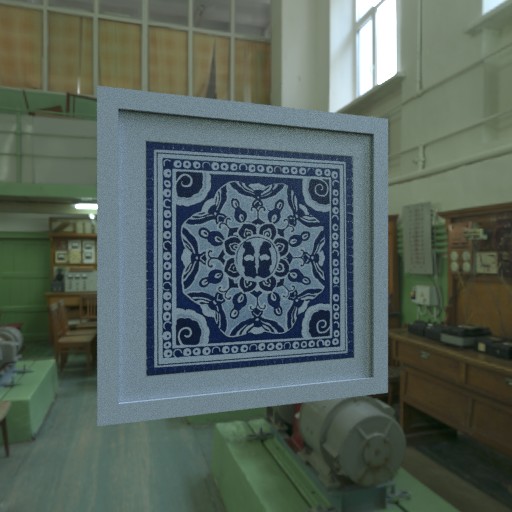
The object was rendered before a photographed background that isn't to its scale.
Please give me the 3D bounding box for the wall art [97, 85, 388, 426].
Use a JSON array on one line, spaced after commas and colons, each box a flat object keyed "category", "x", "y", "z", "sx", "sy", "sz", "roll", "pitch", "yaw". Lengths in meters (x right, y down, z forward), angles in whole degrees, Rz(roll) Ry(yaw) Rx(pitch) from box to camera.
[{"category": "wall art", "x": 0.000, "y": 0.000, "z": 0.829, "sx": 0.559, "sy": 0.559, "sz": 0.028, "roll": 0, "pitch": 0, "yaw": -19}]
